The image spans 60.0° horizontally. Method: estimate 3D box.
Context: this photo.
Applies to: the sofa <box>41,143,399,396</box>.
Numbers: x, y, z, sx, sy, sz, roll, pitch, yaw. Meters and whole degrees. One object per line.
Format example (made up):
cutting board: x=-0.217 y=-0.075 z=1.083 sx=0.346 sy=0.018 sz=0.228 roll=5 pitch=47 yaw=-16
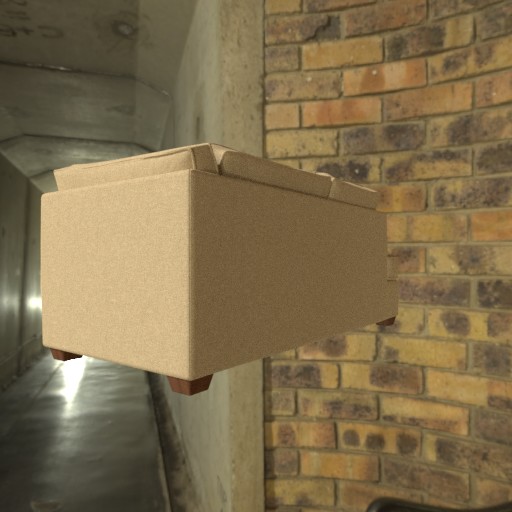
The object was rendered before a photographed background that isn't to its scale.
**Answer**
sofa: x=0.000 y=0.000 z=2.792 sx=1.110 sy=1.033 sz=2.237 roll=0 pitch=0 yaw=37
